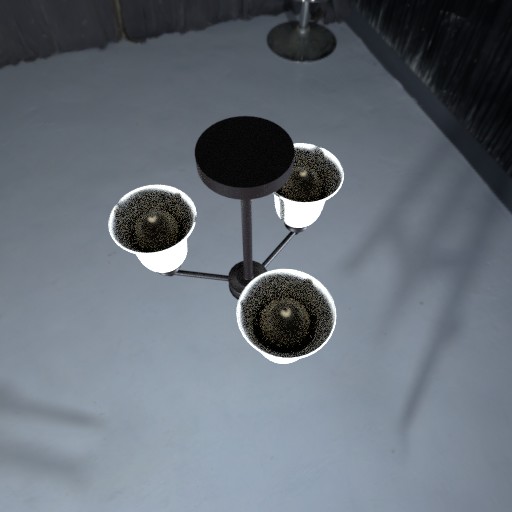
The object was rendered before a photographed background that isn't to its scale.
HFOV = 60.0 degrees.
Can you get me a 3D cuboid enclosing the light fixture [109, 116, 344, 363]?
[{"bbox_3d":[0.000,0.000,0.671,0.388,0.370,0.354,-19,60,-11],"label":"light fixture"}]
